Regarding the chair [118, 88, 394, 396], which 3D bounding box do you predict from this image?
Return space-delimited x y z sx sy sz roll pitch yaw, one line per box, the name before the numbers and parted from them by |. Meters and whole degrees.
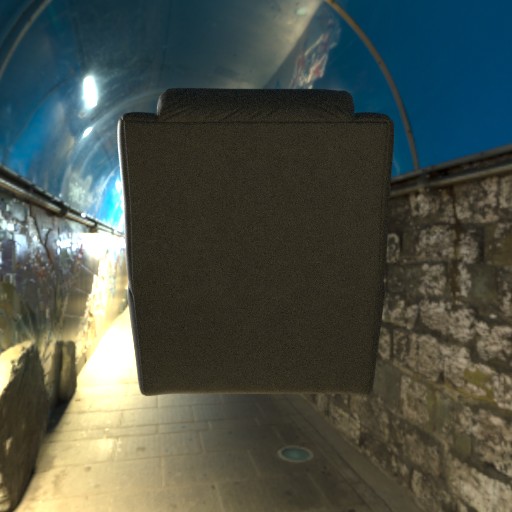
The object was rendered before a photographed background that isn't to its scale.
chair | 0.000 0.000 1.913 0.965 1.116 1.068 0 0 0
